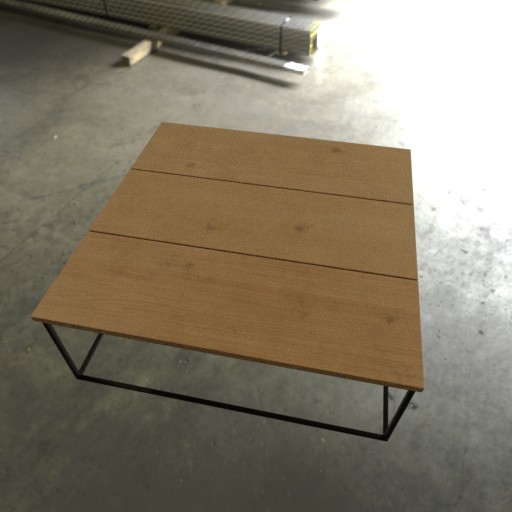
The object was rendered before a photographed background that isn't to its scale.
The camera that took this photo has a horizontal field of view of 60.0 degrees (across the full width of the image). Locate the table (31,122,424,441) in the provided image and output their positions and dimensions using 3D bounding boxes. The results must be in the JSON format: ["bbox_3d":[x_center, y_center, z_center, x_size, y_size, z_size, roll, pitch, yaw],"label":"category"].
[{"bbox_3d":[0.000,0.000,1.714,1.100,0.400,1.100,9,47,8],"label":"table"}]
